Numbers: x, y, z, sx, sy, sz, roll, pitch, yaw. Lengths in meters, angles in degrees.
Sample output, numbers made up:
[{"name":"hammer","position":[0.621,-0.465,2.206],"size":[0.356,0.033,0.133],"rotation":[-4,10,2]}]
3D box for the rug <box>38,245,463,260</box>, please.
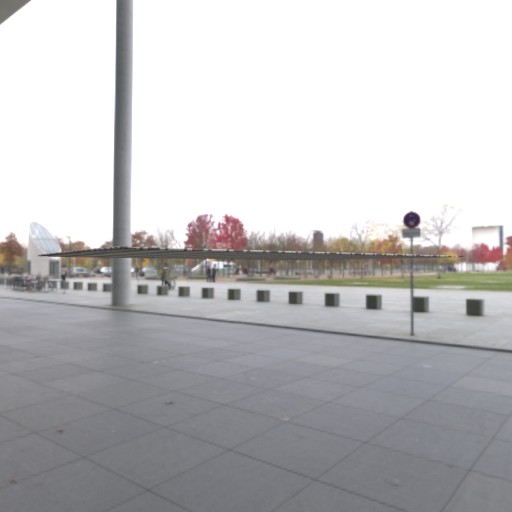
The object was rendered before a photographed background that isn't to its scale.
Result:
[{"name":"rug","position":[0.000,0.000,2.974],"size":[2.425,0.014,1.563],"rotation":[1,-2,-36]}]
